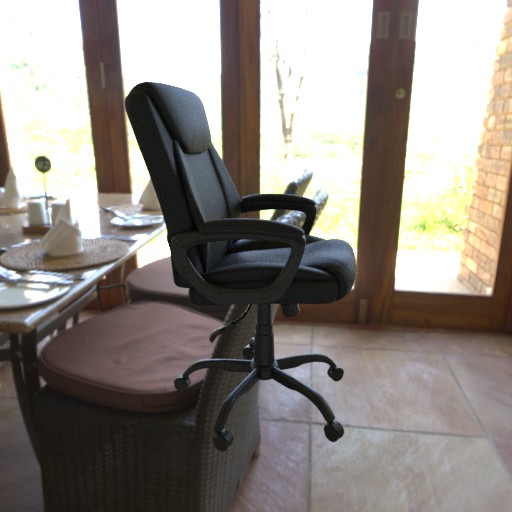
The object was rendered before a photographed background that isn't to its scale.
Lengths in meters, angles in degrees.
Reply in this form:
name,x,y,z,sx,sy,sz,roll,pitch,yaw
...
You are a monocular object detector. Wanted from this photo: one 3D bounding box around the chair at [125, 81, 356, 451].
name,x,y,z,sx,sy,sz,roll,pitch,yaw
chair,0.000,0.000,1.476,0.655,1.072,0.615,3,16,10
